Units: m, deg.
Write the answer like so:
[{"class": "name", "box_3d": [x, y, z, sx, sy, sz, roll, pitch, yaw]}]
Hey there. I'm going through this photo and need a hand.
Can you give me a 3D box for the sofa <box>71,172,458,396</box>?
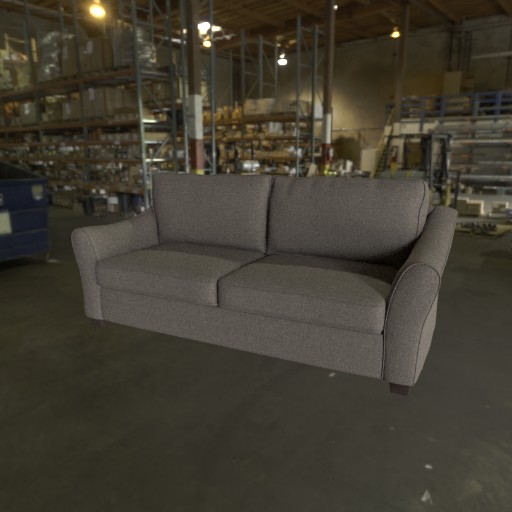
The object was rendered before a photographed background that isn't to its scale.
[{"class": "sofa", "box_3d": [0.000, 0.000, 2.747, 2.203, 0.976, 1.013, 6, 14, 25]}]
